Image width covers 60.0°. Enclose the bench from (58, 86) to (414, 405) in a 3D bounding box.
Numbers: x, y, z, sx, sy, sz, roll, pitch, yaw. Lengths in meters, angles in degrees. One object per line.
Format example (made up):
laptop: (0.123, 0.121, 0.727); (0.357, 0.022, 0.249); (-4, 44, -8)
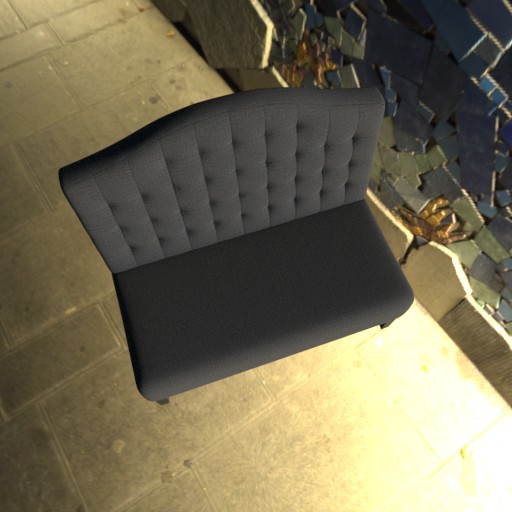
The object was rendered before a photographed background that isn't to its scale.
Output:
bench: (0.000, 0.000, 2.003); (1.335, 1.180, 0.815); (-17, 66, -8)
